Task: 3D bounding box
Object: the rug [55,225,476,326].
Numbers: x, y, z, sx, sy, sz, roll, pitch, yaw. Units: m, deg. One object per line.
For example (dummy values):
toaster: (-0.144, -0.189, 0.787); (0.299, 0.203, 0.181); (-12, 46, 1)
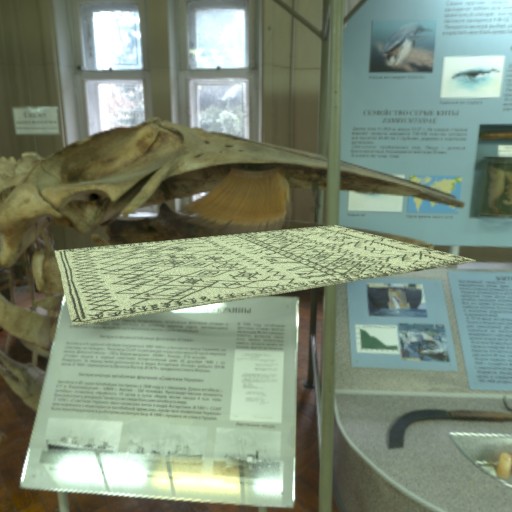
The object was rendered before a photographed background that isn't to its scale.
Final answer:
rug: (0.000, 0.000, 4.722); (3.824, 0.019, 2.393); (-7, 15, -26)
